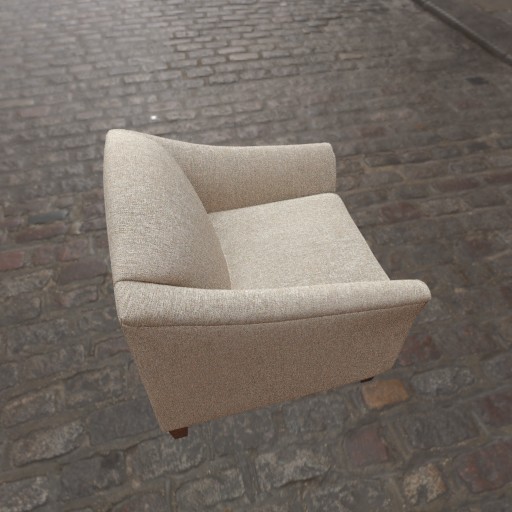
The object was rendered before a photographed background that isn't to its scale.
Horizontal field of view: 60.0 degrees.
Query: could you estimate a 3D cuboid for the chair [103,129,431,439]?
[{"bbox_3d":[0.000,0.000,1.433,0.787,0.839,0.763,-11,48,-10],"label":"chair"}]
